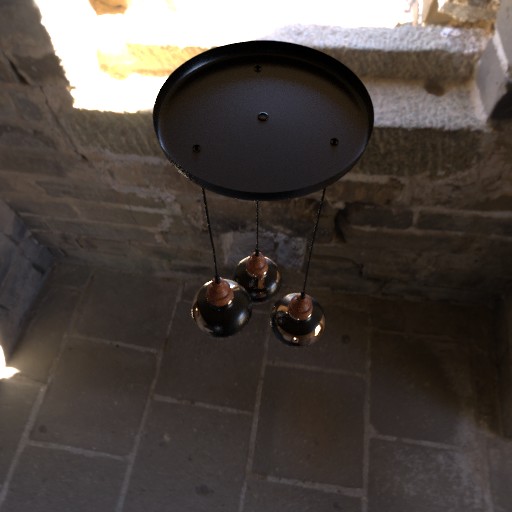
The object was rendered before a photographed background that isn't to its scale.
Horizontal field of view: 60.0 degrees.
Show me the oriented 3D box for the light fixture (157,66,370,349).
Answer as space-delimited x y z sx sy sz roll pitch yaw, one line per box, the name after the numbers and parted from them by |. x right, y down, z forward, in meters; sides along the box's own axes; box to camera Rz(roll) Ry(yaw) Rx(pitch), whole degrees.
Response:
0.000 0.000 1.717 0.605 1.410 0.608 -34 65 -18 | light fixture
